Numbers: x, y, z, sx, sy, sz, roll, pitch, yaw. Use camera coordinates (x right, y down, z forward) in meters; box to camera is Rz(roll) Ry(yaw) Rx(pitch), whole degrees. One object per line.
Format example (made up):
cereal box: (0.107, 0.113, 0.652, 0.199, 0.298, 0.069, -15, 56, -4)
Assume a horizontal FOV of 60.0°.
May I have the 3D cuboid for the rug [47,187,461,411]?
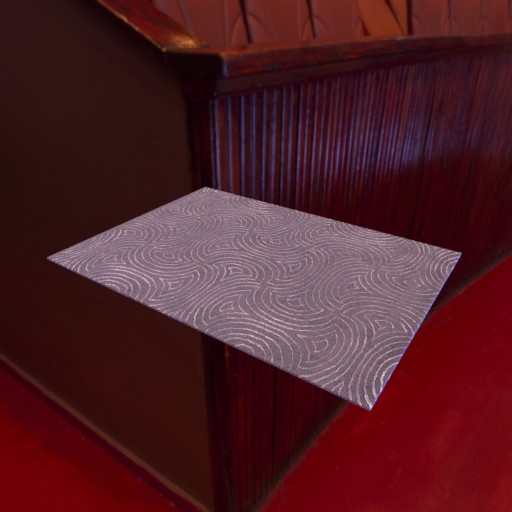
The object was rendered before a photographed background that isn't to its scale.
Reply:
rug: (0.000, 0.000, 2.821, 2.144, 0.015, 1.543, 18, 34, 30)
